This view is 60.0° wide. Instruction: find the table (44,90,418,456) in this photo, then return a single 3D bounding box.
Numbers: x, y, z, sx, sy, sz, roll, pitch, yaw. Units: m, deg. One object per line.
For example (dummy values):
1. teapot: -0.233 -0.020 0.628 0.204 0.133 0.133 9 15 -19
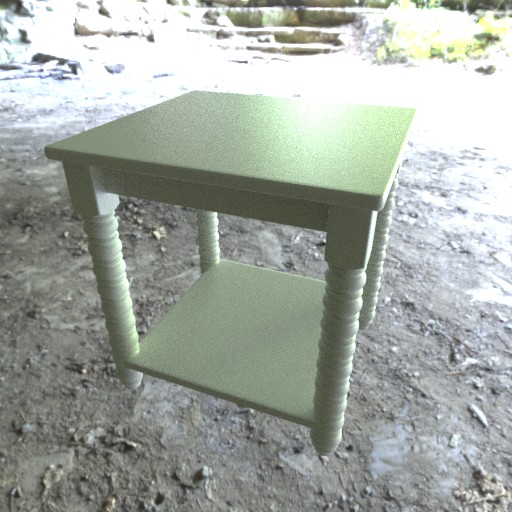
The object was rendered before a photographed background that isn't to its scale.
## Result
1. table: 0.000 0.000 0.958 0.533 0.563 0.500 12 33 19
